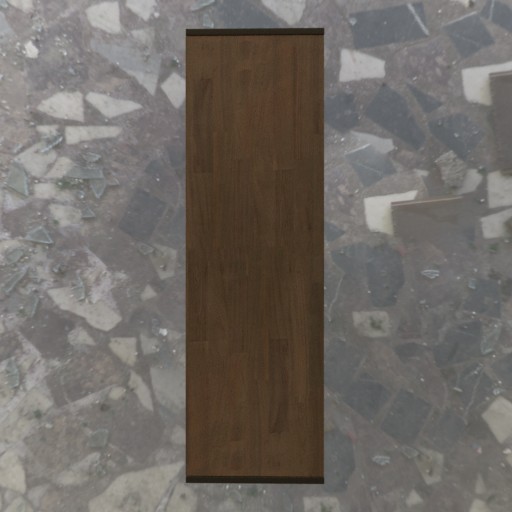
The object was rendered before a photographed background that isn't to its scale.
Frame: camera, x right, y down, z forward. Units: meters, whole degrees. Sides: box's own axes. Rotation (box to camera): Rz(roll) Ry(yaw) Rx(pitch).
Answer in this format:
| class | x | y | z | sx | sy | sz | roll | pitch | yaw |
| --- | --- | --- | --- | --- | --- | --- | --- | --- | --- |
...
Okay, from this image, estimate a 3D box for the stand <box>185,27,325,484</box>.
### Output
| class | x | y | z | sx | sy | sz | roll | pitch | yaw |
| --- | --- | --- | --- | --- | --- | --- | --- | --- | --- |
| stand | 0.000 | 0.000 | 1.692 | 0.454 | 0.506 | 1.480 | 0 | 90 | 1 |
